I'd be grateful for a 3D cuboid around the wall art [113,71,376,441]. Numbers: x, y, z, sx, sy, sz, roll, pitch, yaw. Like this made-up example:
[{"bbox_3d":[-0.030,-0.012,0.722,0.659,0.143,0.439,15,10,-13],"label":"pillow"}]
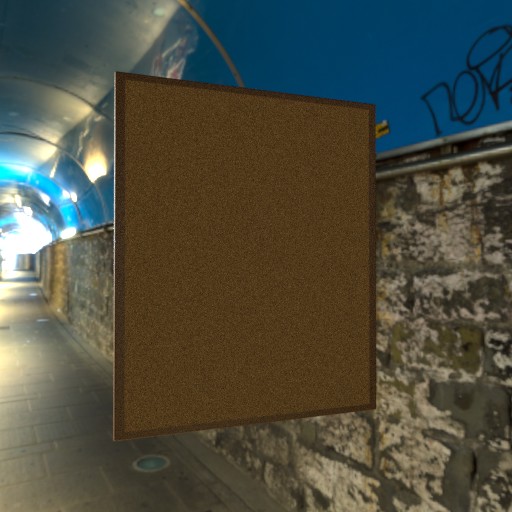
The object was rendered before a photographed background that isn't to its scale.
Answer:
[{"bbox_3d":[0.000,0.000,0.737,0.449,0.550,0.021,0,-1,-18],"label":"wall art"}]
